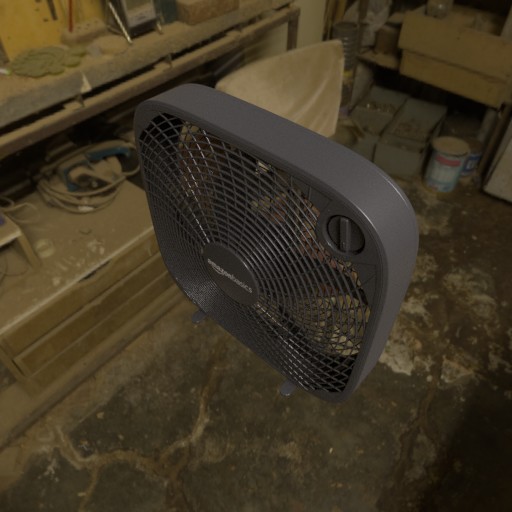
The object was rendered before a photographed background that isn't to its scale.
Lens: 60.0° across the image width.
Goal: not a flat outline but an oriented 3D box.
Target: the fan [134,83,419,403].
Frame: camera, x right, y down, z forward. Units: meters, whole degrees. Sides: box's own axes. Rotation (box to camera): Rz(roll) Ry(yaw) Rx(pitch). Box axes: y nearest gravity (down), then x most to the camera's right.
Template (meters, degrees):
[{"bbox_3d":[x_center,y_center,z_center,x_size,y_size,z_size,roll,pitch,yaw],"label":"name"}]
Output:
[{"bbox_3d":[0.000,0.000,0.810,0.526,0.533,0.142,33,55,27],"label":"fan"}]
